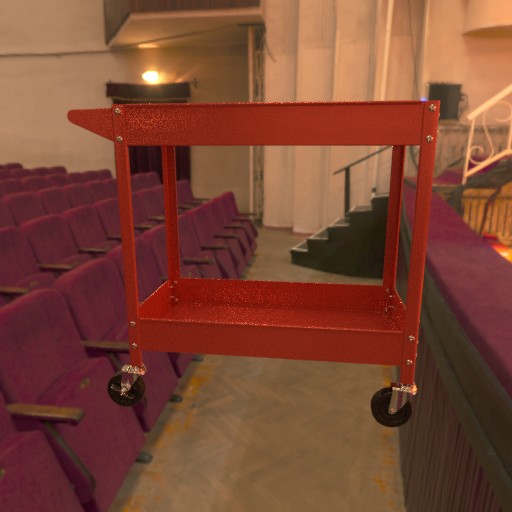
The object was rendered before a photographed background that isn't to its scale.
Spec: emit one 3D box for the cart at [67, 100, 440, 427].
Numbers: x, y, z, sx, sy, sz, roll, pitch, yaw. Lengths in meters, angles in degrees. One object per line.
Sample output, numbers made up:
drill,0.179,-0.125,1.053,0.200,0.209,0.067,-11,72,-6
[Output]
cart,0.000,0.000,1.139,0.779,0.719,0.366,2,14,7
